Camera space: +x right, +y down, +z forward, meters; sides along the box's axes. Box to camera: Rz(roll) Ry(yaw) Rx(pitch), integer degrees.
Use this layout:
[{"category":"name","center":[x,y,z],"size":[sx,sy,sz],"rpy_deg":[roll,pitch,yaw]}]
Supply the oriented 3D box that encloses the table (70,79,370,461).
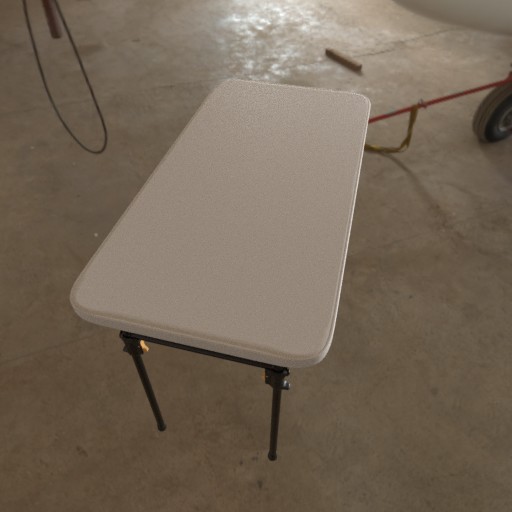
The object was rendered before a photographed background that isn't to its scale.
[{"category":"table","center":[0.000,0.000,1.606],"size":[0.610,0.729,1.219],"rpy_deg":[10,47,10]}]
